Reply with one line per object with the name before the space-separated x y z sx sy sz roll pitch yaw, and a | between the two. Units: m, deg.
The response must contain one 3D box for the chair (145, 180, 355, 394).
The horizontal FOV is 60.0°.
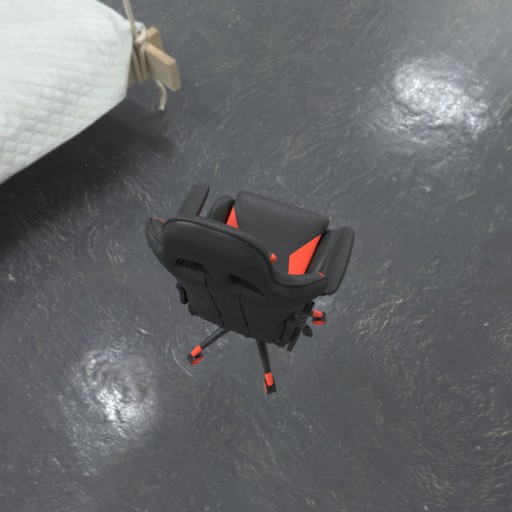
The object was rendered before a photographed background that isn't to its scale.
chair | 0.000 0.000 1.698 0.695 1.282 0.730 19 64 9
